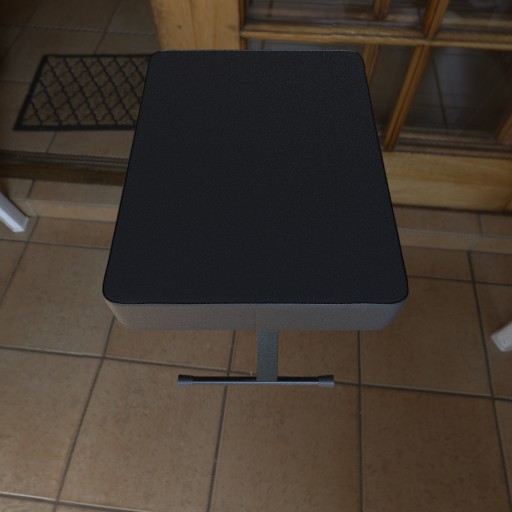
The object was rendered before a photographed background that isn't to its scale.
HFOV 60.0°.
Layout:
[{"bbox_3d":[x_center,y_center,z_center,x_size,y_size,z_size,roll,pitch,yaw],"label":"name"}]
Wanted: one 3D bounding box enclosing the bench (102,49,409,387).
[{"bbox_3d":[0.000,0.000,0.770,0.321,0.500,0.424,0,58,0],"label":"bench"}]
